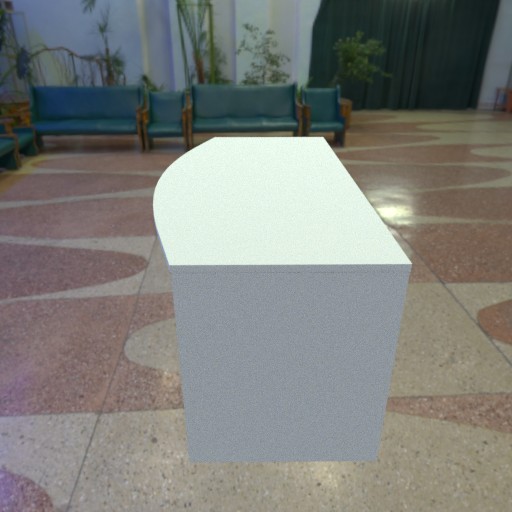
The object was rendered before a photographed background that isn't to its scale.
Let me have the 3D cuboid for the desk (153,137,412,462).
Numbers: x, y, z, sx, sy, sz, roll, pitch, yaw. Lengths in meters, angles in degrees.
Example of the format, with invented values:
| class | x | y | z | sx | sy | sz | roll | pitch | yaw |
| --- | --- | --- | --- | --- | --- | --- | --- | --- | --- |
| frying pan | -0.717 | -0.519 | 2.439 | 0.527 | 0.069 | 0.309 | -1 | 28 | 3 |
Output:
| class | x | y | z | sx | sy | sz | roll | pitch | yaw |
| --- | --- | --- | --- | --- | --- | --- | --- | --- | --- |
| desk | 0.000 | 0.000 | 2.038 | 0.802 | 0.750 | 1.600 | 0 | 27 | -1 |
